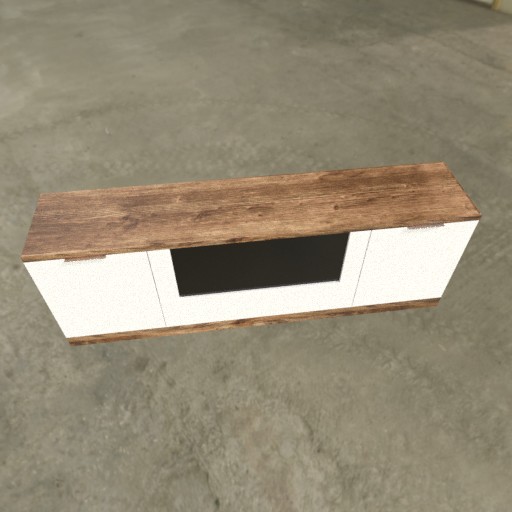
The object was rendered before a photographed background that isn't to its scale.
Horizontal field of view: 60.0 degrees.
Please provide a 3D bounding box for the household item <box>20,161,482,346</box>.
[{"bbox_3d":[0.000,0.000,2.060,1.800,0.615,0.390,-5,47,-5],"label":"household item"}]
